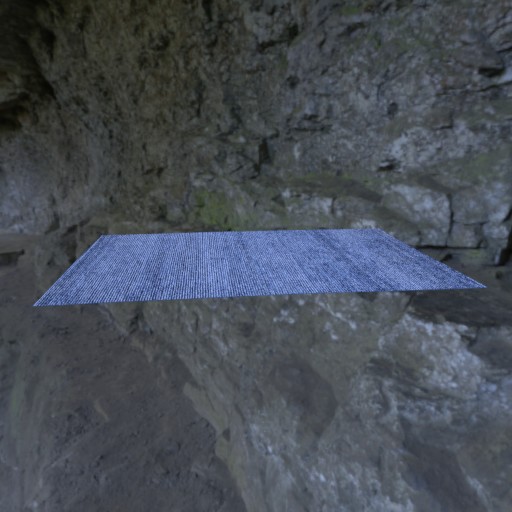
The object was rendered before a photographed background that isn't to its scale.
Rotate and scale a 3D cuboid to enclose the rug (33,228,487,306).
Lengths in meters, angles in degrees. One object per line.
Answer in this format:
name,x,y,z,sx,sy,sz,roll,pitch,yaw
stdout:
rug,0.000,0.000,2.217,1.740,0.010,1.135,-2,16,-6
